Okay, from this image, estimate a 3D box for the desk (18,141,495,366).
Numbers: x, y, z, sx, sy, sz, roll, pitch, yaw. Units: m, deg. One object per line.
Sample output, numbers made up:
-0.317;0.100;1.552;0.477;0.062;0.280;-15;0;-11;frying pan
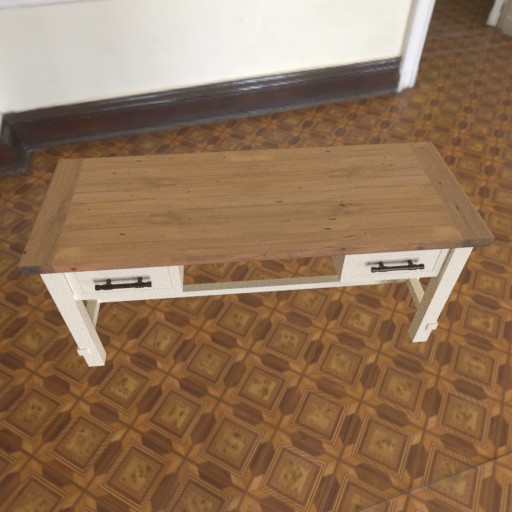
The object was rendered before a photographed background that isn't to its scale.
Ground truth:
0.000;0.000;2.181;1.803;0.762;0.688;-4;46;-3;desk
